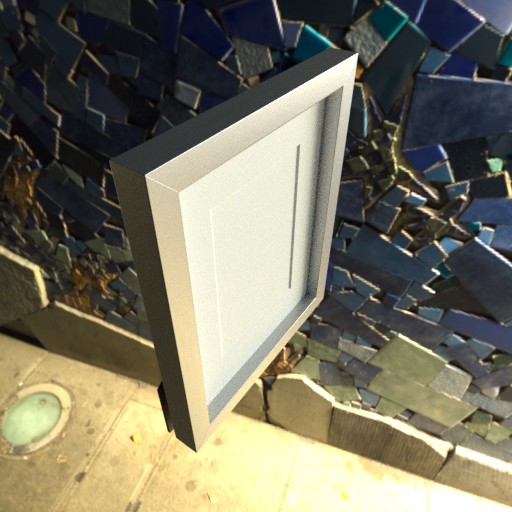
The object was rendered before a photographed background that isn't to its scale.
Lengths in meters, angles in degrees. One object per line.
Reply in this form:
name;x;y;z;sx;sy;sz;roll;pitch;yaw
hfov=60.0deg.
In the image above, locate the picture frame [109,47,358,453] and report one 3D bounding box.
picture frame;0.000;0.000;0.382;0.036;0.282;0.233;25;47;26
